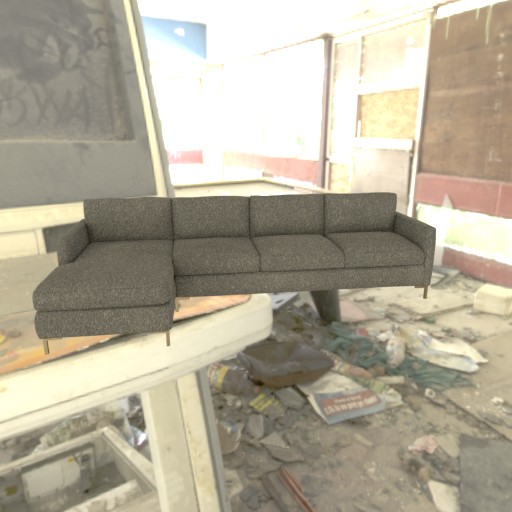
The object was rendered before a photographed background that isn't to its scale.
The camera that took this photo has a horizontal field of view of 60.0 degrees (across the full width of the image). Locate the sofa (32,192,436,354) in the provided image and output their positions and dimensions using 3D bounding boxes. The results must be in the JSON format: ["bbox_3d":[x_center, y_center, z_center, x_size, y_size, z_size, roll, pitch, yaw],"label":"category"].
[{"bbox_3d":[0.000,0.000,3.467,2.932,0.810,1.350,-2,16,-8],"label":"sofa"}]
